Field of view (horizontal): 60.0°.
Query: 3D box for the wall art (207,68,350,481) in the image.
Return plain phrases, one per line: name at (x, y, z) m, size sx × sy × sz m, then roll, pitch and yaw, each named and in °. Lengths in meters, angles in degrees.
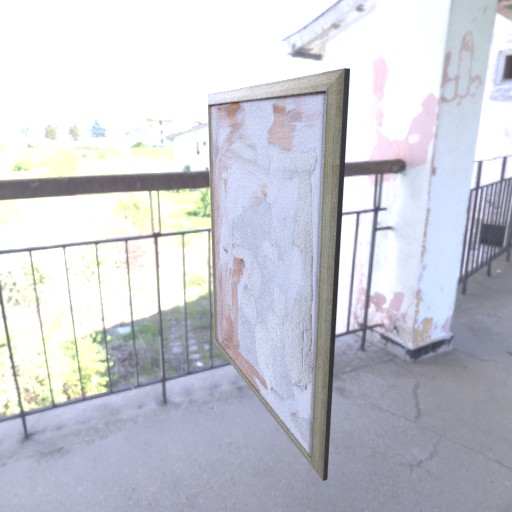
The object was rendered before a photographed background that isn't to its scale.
wall art at (0.000, 0.000, 0.914) m, size 0.018 × 0.660 × 0.559 m, roll -7°, pitch 18°, yaw -24°
